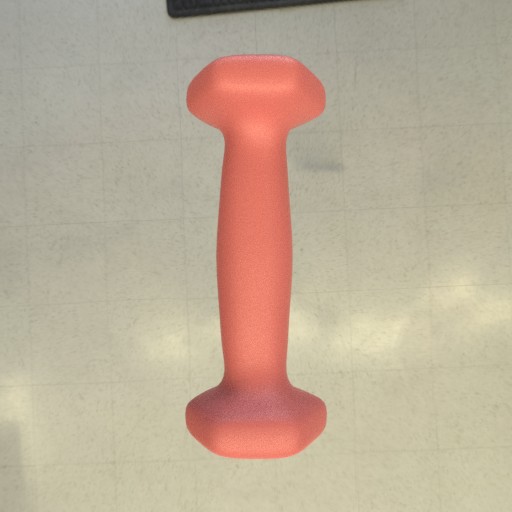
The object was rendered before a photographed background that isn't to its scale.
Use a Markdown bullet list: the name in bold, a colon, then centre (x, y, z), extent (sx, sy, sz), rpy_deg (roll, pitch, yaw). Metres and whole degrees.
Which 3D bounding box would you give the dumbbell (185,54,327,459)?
- **dumbbell**: centre (0.000, 0.000, 0.148), extent (0.047, 0.043, 0.123), rpy_deg (0, 89, 0)
